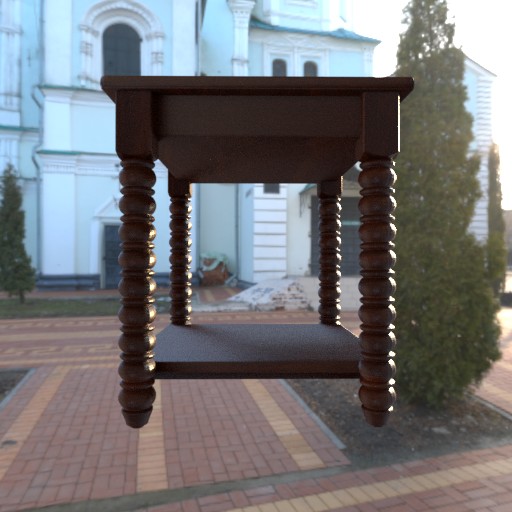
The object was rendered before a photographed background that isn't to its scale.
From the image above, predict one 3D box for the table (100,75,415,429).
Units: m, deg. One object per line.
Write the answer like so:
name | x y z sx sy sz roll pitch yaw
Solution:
table | 0.000 0.000 0.963 0.500 0.567 0.533 0 0 -1
